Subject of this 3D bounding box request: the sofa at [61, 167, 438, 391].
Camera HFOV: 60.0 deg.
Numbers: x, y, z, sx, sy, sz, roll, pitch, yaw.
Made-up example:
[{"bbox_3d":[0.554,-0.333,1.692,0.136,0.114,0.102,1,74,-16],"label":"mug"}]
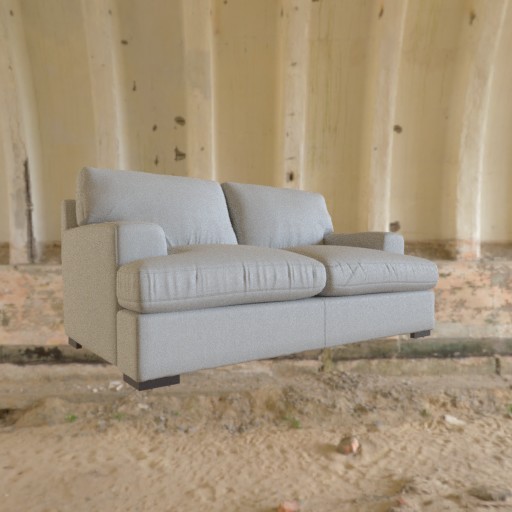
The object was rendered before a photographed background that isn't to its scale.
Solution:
[{"bbox_3d":[0.000,0.000,2.485,1.880,0.940,1.143,0,1,-36],"label":"sofa"}]
